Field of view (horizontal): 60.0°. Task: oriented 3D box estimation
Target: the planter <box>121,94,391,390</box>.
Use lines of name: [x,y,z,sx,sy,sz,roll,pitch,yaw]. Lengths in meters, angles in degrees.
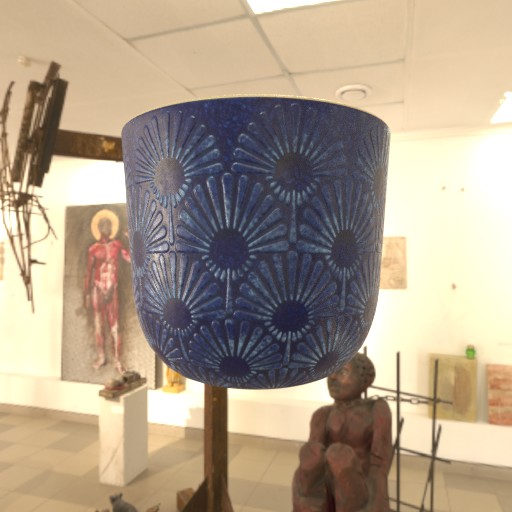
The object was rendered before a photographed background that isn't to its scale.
planter: [0.000,0.000,0.292,0.170,0.153,0.170,0,0,0]
